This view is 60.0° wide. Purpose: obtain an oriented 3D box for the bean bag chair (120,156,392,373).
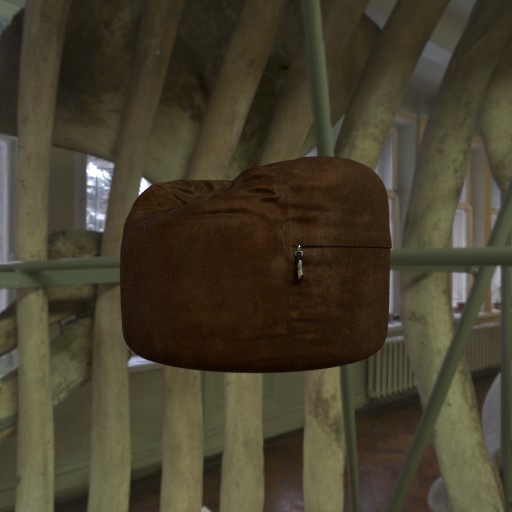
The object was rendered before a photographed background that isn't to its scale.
[{"bbox_3d":[0.000,0.000,1.559,0.918,0.616,0.918,0,0,0],"label":"bean bag chair"}]
